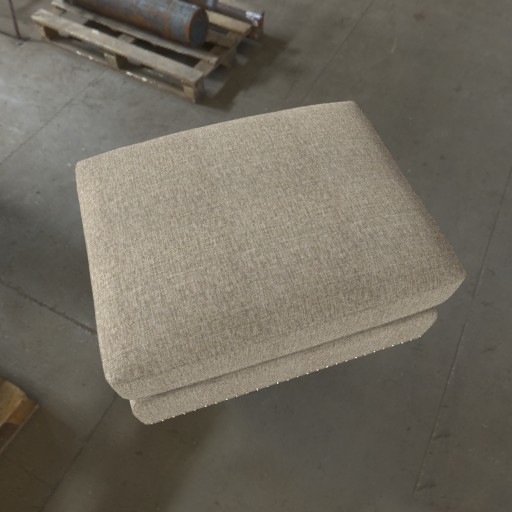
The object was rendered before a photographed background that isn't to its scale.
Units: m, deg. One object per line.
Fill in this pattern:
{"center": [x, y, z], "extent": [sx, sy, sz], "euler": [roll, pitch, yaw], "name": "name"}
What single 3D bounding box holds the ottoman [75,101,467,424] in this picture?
{"center": [0.000, 0.000, 1.127], "extent": [0.741, 0.513, 0.584], "euler": [-15, 60, -9], "name": "ottoman"}
